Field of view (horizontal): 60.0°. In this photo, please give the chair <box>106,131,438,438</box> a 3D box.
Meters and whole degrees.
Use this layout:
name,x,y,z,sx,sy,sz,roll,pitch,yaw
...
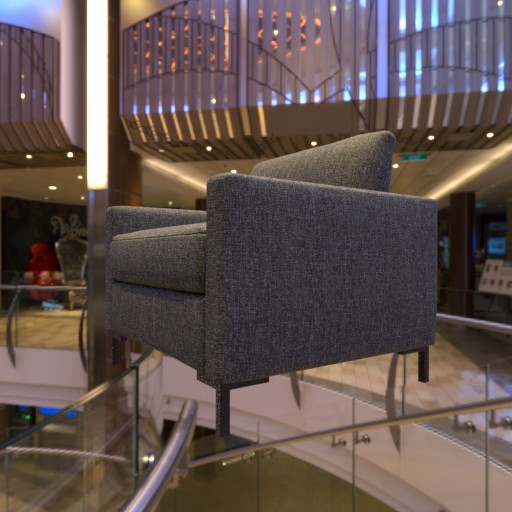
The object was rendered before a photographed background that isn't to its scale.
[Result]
name,x,y,z,sx,sy,sz,roll,pitch,yaw
chair,0.000,0.000,1.633,0.866,0.861,0.963,0,0,-35
